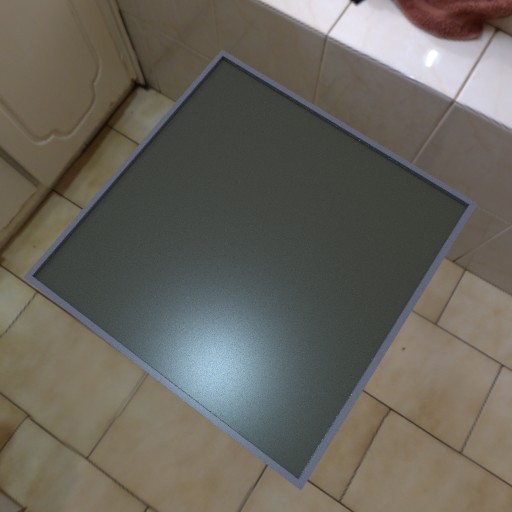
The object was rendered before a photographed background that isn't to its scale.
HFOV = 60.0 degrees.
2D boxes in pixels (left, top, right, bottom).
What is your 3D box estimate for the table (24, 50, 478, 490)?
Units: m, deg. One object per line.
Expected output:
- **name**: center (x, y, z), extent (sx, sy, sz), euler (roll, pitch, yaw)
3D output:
- **table**: center (0.000, 0.000, 1.233), extent (0.801, 0.299, 0.801), euler (34, 77, 9)
